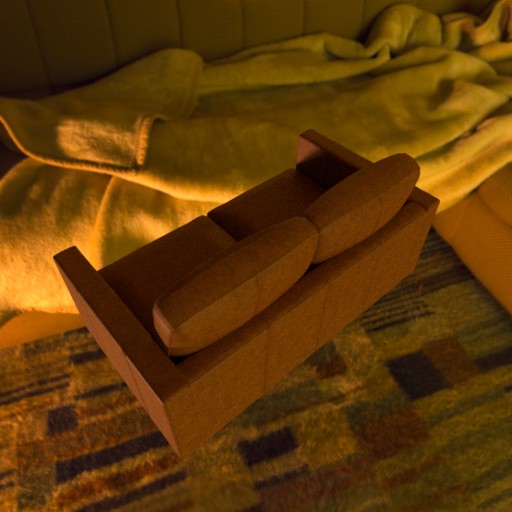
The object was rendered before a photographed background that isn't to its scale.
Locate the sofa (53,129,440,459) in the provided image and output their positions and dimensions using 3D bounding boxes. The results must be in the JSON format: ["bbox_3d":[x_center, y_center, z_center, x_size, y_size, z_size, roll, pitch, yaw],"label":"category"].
[{"bbox_3d":[0.000,0.000,2.167,1.578,0.951,0.909,-32,54,-27],"label":"sofa"}]
